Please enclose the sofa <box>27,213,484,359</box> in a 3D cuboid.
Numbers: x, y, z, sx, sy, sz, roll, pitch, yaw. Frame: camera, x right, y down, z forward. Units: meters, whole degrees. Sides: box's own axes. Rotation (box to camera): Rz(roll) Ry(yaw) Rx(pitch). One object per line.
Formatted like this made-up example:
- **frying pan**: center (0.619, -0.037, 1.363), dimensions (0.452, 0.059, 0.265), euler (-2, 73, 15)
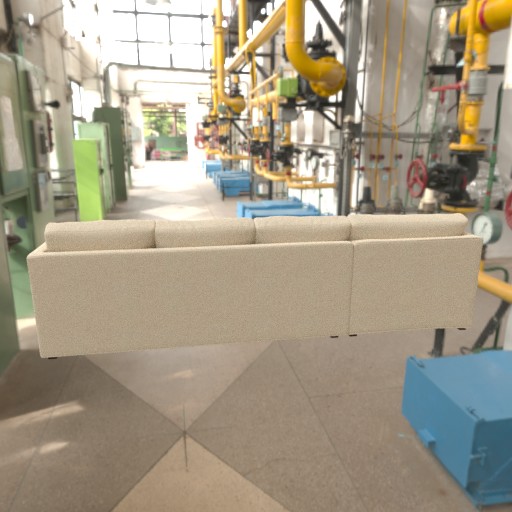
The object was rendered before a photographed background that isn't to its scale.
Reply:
- **sofa**: center (0.000, 0.000, 3.864), dimensions (3.205, 0.922, 1.650), euler (-2, 15, -9)
